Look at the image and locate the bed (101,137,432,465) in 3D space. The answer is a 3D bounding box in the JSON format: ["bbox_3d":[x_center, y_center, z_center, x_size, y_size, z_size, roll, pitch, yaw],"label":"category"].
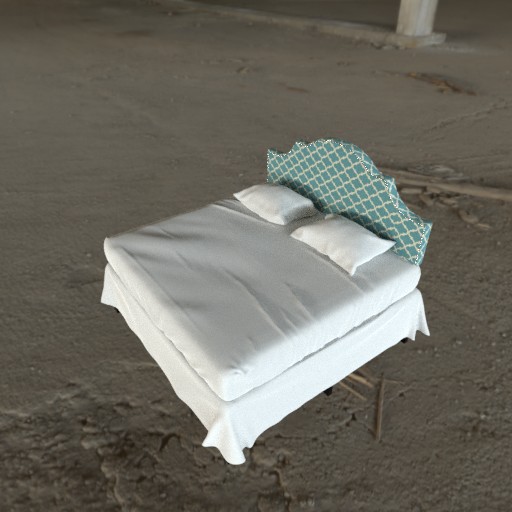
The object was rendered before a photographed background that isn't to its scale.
[{"bbox_3d":[0.000,0.000,3.787,2.222,1.601,2.314,-23,41,-30],"label":"bed"}]
